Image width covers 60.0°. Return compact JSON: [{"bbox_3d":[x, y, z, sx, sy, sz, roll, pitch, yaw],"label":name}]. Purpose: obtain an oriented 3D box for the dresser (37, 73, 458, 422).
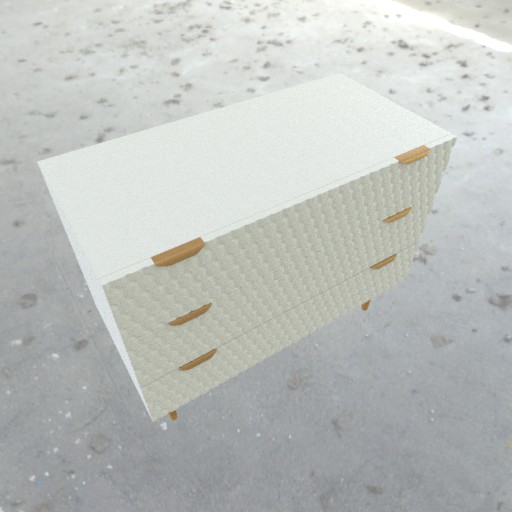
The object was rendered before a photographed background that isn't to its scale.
[{"bbox_3d":[0.000,0.000,1.313,0.905,0.721,0.457,-24,50,-22],"label":"dresser"}]
